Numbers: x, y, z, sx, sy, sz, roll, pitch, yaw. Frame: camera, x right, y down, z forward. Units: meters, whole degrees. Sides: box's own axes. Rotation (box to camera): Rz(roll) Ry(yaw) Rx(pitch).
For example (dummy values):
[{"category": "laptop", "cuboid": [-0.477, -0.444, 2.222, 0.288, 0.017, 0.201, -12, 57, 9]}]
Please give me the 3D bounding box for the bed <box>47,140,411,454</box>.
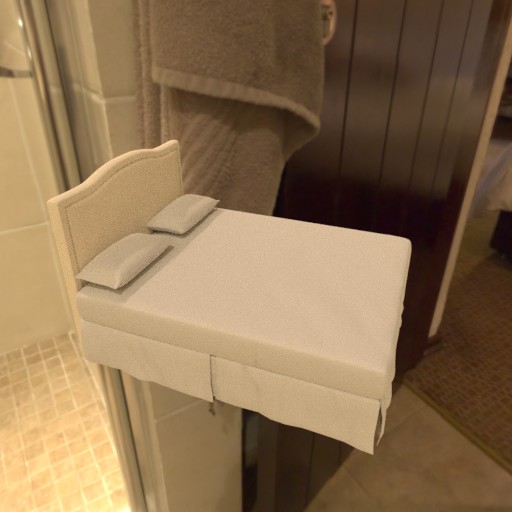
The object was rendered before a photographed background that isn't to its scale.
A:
[{"category": "bed", "cuboid": [0.000, 0.000, 3.669, 2.477, 1.437, 1.977, 11, 31, 18]}]
